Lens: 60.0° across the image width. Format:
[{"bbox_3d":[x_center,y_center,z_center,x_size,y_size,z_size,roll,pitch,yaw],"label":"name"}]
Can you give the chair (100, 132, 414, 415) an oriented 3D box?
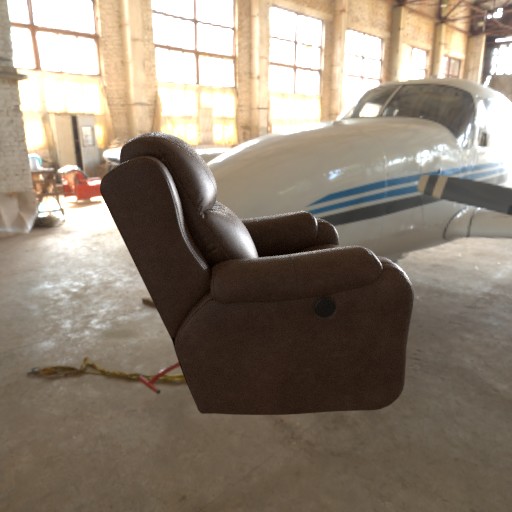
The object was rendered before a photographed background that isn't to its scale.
[{"bbox_3d":[0.000,0.000,1.839,1.067,0.990,0.940,-3,16,-9],"label":"chair"}]
